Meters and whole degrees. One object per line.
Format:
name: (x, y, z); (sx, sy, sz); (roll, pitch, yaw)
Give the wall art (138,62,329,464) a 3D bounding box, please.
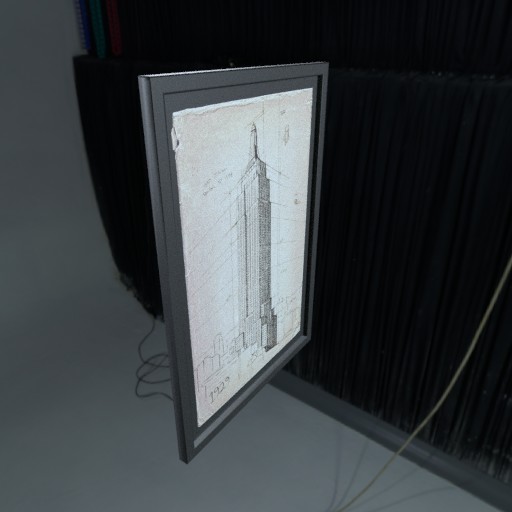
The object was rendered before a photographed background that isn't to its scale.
wall art: (0.000, 0.000, 0.551); (0.013, 0.431, 0.303); (17, 31, 31)
